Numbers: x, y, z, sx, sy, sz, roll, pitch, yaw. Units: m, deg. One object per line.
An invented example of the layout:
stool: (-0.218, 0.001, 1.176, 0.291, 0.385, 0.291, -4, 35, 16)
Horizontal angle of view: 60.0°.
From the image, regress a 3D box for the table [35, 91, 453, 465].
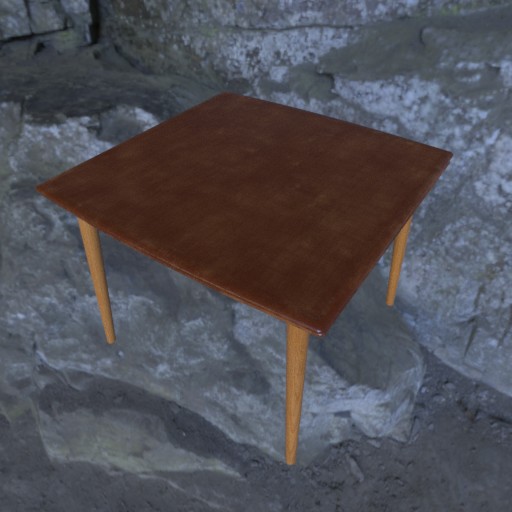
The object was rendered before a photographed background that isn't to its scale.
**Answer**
table: (0.000, 0.000, 1.672, 0.991, 0.754, 0.991, 24, 47, 25)
